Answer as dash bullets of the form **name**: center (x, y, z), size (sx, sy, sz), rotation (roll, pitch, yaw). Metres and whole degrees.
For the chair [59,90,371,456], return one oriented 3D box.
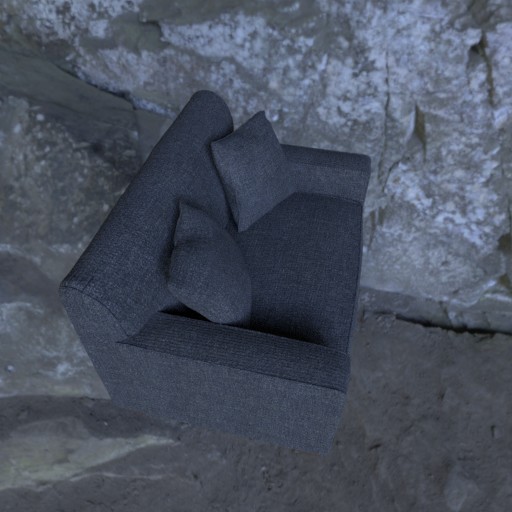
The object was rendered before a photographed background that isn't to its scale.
- **chair**: center (0.000, 0.000, 2.064), size (1.000, 0.948, 1.383), rotation (10, 48, 9)
